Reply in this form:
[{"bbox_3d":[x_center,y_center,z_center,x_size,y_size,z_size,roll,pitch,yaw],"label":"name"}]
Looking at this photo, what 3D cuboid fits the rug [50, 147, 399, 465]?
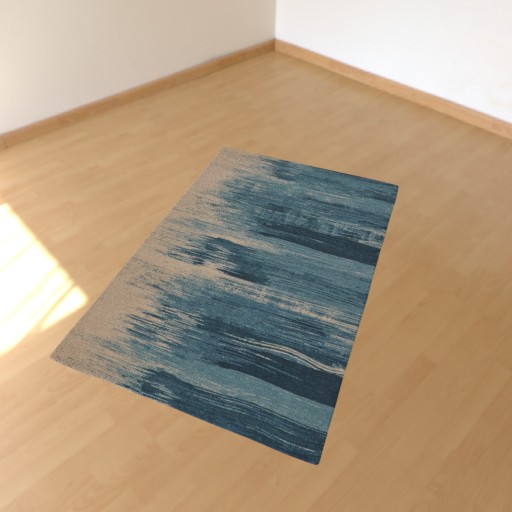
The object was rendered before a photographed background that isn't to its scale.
[{"bbox_3d":[0.000,0.000,2.369,1.232,0.009,1.836,16,48,15],"label":"rug"}]
